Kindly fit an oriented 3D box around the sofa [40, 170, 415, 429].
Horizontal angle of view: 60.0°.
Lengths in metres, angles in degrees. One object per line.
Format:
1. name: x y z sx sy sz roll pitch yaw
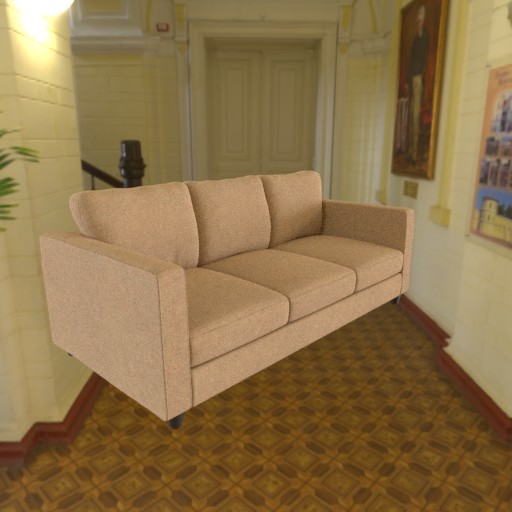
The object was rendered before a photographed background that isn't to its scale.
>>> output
1. sofa: 0.000 0.000 2.364 0.930 0.800 1.855 13 20 41
